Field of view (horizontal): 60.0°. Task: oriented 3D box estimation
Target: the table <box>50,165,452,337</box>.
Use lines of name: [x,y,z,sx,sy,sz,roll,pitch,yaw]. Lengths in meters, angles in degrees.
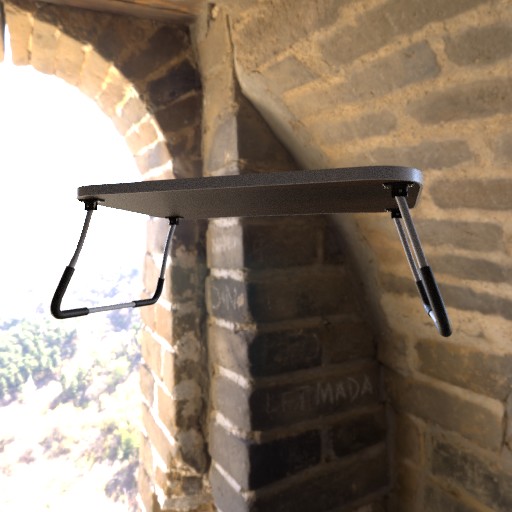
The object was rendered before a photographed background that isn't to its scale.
table: [0.000,0.000,0.854,0.660,0.232,0.400,0,-1,18]
